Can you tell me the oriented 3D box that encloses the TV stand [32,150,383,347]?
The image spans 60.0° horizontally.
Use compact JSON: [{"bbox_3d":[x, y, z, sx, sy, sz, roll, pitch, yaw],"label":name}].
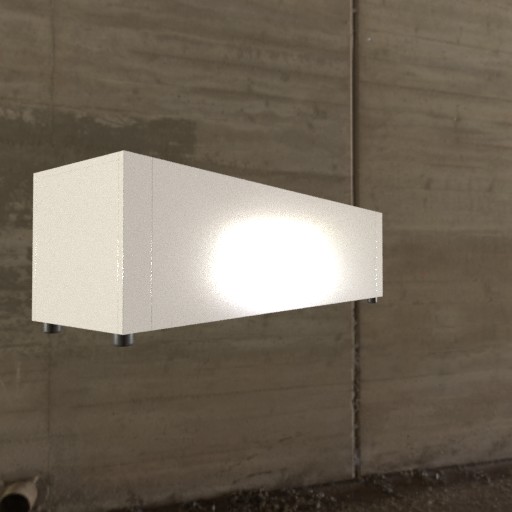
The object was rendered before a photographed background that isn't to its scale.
[{"bbox_3d":[0.000,0.000,1.699,0.410,0.440,1.500,-1,-1,37],"label":"TV stand"}]
